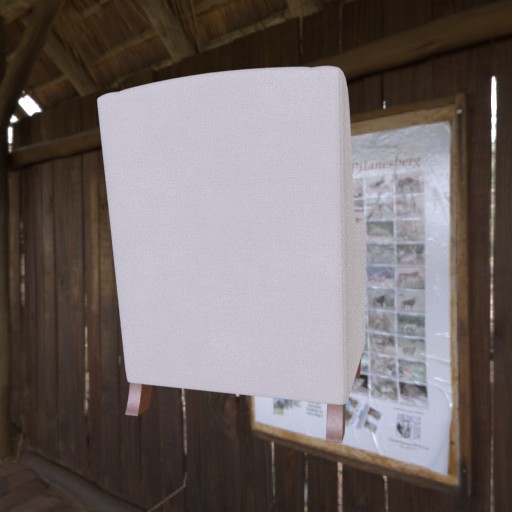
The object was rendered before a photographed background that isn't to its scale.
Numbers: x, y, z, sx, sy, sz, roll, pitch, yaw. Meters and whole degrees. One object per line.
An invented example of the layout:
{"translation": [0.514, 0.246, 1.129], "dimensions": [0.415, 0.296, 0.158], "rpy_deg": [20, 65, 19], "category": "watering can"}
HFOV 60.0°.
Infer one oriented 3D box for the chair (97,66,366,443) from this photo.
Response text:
{"translation": [0.000, 0.000, 1.592], "dimensions": [0.715, 1.010, 0.863], "rpy_deg": [0, 1, 18], "category": "chair"}
